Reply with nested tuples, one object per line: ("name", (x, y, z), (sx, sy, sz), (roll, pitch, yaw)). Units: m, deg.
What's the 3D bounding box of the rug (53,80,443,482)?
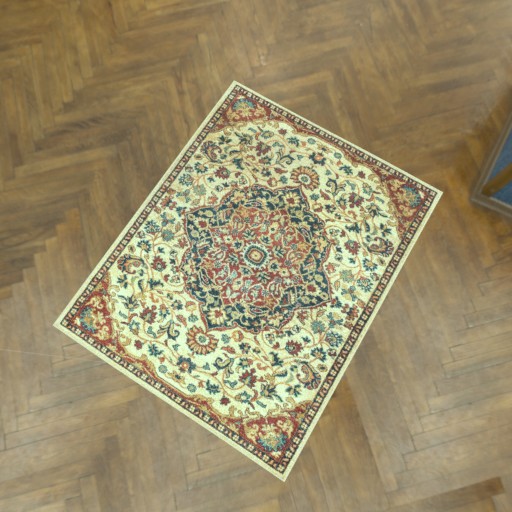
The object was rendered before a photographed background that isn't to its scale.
("rug", (0.000, 0.000, 4.205), (2.454, 0.005, 3.067), (31, 77, 8))
